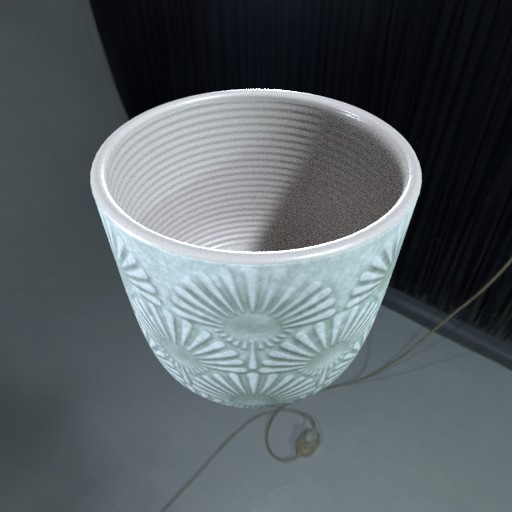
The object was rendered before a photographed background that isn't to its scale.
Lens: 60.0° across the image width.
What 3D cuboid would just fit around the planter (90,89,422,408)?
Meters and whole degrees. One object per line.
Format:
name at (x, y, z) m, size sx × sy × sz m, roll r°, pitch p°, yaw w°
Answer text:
planter at (0.000, 0.000, 0.207) m, size 0.124 × 0.109 × 0.124 m, roll 0°, pitch 42°, yaw 0°
